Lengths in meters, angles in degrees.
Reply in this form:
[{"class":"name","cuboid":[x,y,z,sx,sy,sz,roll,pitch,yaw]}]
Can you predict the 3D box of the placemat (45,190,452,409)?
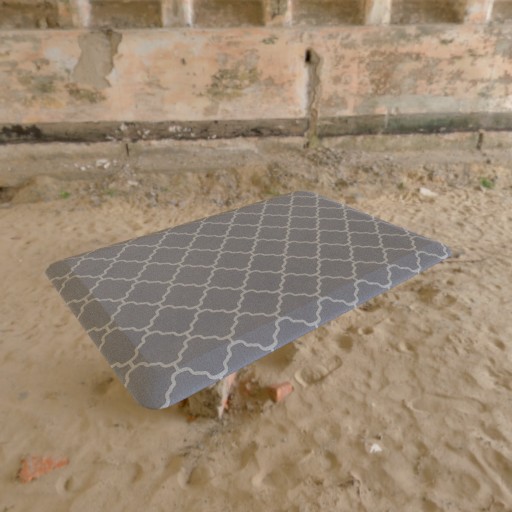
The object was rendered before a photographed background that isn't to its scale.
[{"class":"placemat","cuboid":[0.000,0.000,0.964,0.762,0.021,0.508,-21,35,-33]}]
